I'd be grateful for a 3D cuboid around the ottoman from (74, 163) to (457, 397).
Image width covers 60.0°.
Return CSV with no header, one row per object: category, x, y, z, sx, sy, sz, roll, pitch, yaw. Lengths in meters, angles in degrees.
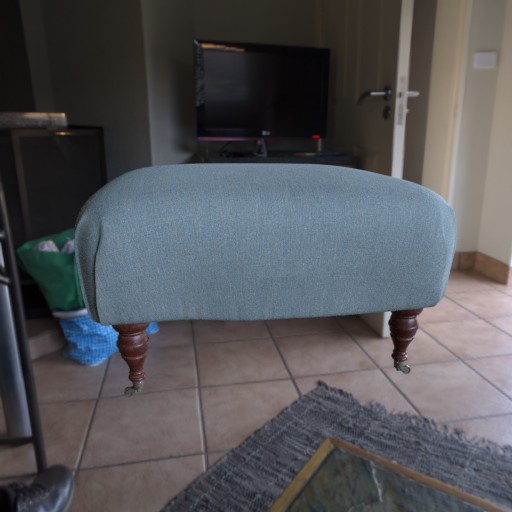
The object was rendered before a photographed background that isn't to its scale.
ottoman,0.000,0.000,1.108,0.747,0.450,0.622,-2,15,-8
